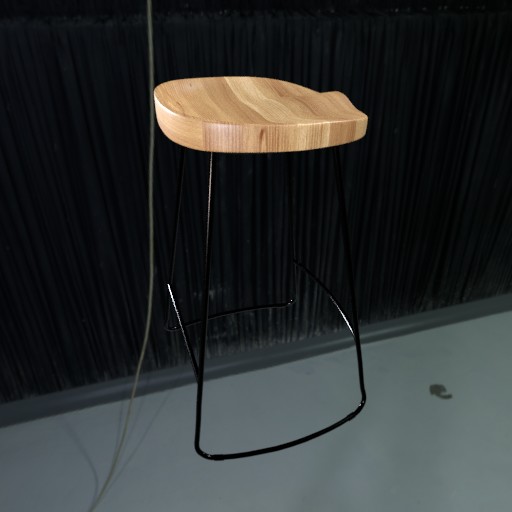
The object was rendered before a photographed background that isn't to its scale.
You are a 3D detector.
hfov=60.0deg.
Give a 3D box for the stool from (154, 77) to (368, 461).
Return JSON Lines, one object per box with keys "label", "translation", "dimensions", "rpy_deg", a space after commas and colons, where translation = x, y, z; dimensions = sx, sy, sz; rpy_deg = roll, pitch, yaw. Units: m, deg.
{"label": "stool", "translation": [0.000, 0.000, 0.958], "dimensions": [0.401, 0.679, 0.480], "rpy_deg": [-10, 33, -16]}
